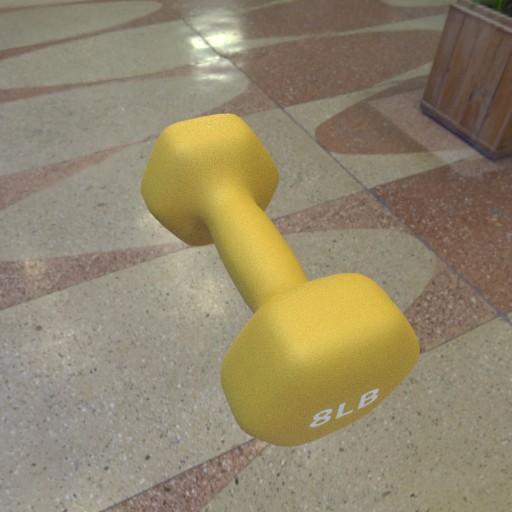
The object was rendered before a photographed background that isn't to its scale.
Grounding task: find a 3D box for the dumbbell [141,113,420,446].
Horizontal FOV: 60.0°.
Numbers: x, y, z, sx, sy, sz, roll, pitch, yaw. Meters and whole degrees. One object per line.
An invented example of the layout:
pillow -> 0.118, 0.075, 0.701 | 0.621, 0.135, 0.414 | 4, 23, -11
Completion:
dumbbell -> 0.000, 0.000, 0.242 | 0.090, 0.082, 0.190 | -17, 48, -16
